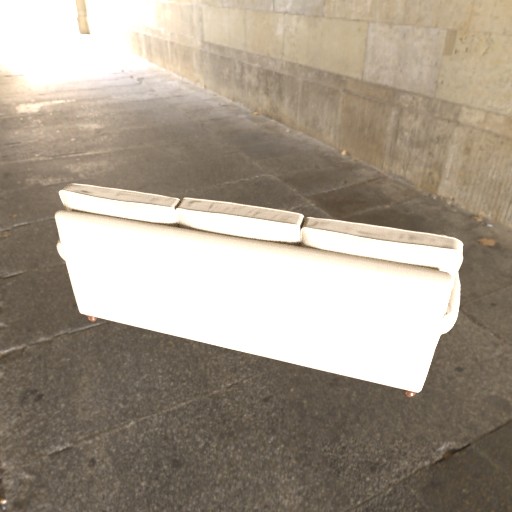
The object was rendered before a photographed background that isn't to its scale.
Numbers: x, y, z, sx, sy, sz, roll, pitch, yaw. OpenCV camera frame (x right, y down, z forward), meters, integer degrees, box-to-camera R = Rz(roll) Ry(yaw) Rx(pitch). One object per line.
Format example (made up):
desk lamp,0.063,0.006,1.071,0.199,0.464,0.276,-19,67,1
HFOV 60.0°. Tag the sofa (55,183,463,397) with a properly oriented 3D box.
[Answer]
sofa,0.000,0.000,2.813,2.354,0.948,0.966,10,33,15
